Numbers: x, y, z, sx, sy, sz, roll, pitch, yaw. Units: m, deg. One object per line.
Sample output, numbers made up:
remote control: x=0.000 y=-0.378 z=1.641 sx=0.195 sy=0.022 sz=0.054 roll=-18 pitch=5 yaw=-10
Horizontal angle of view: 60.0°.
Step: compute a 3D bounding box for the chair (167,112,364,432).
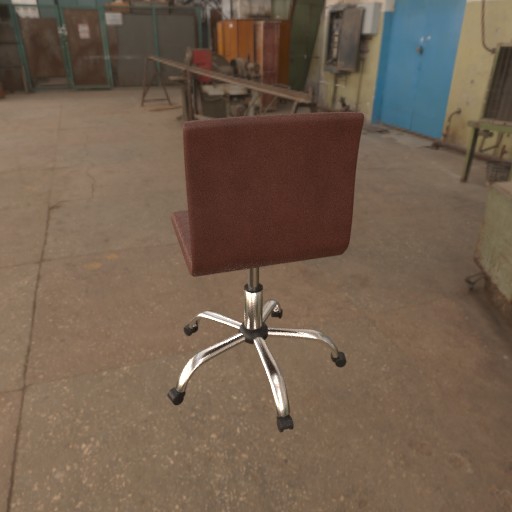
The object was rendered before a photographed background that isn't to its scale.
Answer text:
chair: x=0.000 y=0.000 z=1.197 sx=0.556 sy=0.780 sz=0.530 roll=-8 pitch=28 yaw=-16
